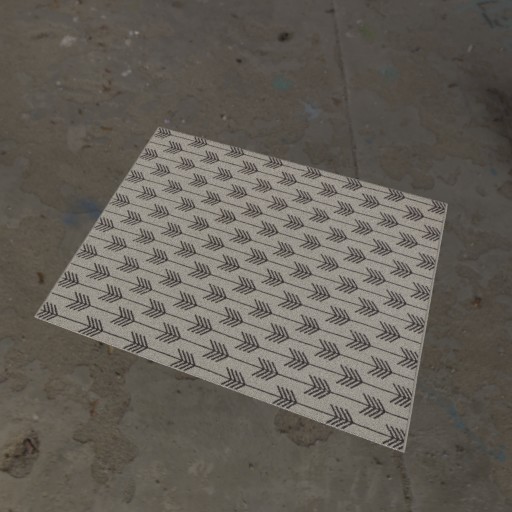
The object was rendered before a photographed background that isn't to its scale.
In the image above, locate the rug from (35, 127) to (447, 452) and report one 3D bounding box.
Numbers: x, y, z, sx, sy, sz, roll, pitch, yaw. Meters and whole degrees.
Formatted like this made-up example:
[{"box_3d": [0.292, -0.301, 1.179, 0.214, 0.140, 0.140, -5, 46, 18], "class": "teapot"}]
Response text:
[{"box_3d": [0.000, 0.000, 3.948, 3.061, 0.010, 2.330, 17, 61, 10], "class": "rug"}]
